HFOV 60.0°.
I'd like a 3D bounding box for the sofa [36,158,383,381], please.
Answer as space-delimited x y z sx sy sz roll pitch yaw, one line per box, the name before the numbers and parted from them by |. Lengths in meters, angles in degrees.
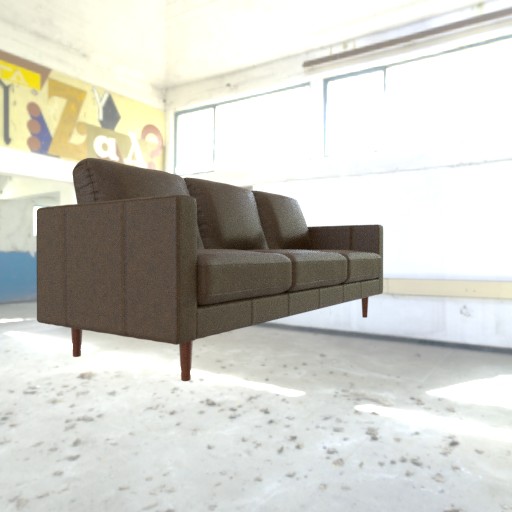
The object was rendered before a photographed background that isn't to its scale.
sofa | 0.000 0.000 2.678 0.903 0.930 2.231 0 1 34
